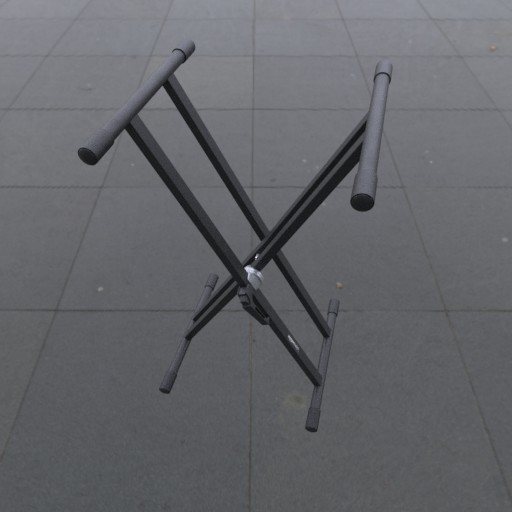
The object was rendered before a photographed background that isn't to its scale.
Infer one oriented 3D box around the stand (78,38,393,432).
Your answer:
[{"bbox_3d":[0.000,0.000,1.189,0.503,0.900,0.495,11,48,10],"label":"stand"}]
